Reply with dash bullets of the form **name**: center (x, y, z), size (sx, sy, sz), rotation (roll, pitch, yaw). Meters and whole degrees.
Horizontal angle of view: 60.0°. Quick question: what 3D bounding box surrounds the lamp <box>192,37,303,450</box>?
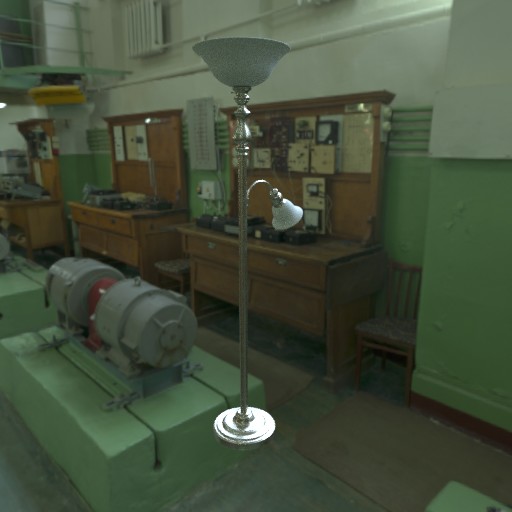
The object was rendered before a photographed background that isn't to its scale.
- **lamp**: center (0.000, 0.000, 2.096), size (0.405, 1.785, 0.575), rotation (13, 18, 43)
